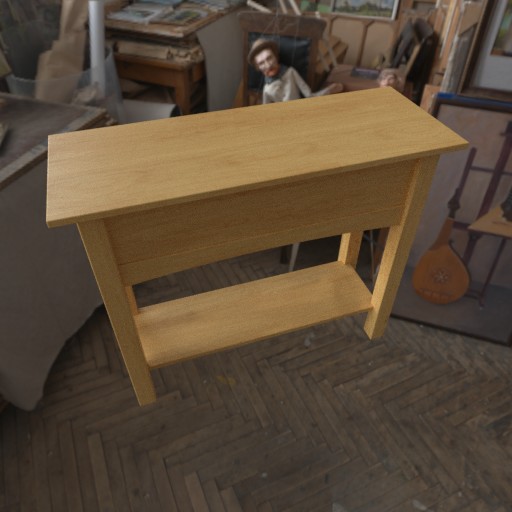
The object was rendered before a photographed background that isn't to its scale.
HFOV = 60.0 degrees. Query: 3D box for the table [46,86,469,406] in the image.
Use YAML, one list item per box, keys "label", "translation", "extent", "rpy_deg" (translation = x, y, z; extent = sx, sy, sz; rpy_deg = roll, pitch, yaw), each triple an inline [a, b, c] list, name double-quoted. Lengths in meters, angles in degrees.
- label: "table"
  translation: [0.000, 0.000, 1.257]
  extent: [0.900, 0.728, 0.340]
  rpy_deg: [-13, 44, -13]
